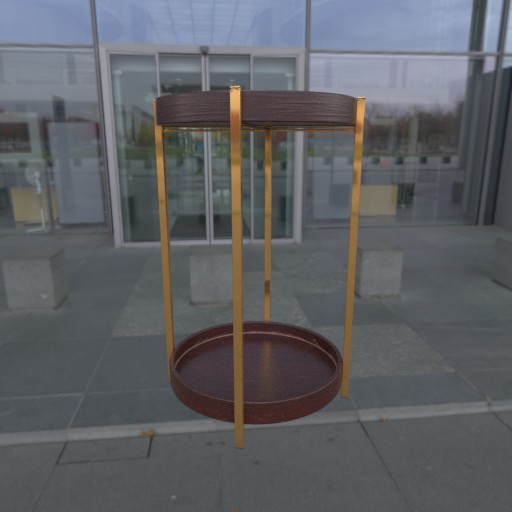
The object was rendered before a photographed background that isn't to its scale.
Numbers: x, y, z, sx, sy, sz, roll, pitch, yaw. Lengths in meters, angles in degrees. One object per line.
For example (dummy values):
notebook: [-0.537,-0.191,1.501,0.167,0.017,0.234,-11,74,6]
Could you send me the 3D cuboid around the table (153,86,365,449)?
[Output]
table: [0.000,0.000,0.908,0.400,0.610,0.400,2,15,9]
